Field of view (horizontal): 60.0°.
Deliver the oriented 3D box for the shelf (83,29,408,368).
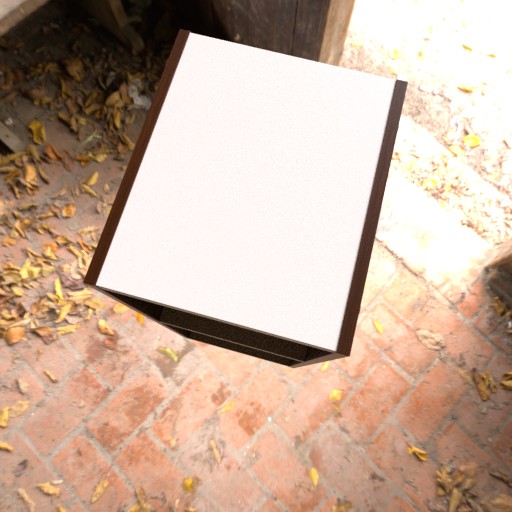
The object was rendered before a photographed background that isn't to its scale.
[{"bbox_3d":[0.000,0.000,0.723,0.253,0.600,0.290,15,75,4],"label":"shelf"}]
